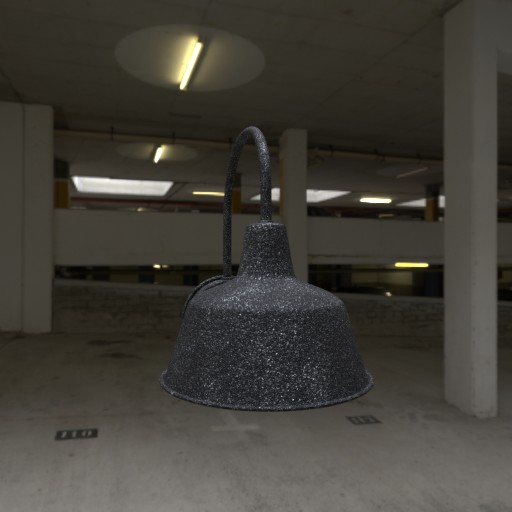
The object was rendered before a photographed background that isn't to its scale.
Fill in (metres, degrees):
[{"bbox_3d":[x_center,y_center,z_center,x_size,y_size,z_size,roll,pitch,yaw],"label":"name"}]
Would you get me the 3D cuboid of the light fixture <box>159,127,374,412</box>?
[{"bbox_3d":[0.000,0.000,0.490,0.216,0.300,0.283,0,0,-18],"label":"light fixture"}]
